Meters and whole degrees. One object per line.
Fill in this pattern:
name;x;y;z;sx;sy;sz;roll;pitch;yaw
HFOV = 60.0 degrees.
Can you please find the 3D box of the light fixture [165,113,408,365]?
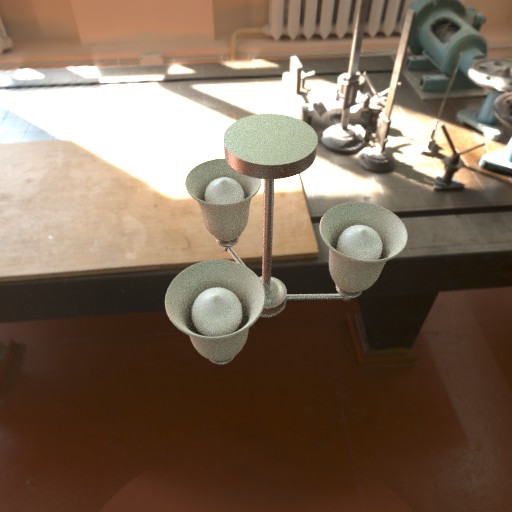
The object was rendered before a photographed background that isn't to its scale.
light fixture;0.000;0.000;0.675;0.388;0.370;0.354;22;51;20
